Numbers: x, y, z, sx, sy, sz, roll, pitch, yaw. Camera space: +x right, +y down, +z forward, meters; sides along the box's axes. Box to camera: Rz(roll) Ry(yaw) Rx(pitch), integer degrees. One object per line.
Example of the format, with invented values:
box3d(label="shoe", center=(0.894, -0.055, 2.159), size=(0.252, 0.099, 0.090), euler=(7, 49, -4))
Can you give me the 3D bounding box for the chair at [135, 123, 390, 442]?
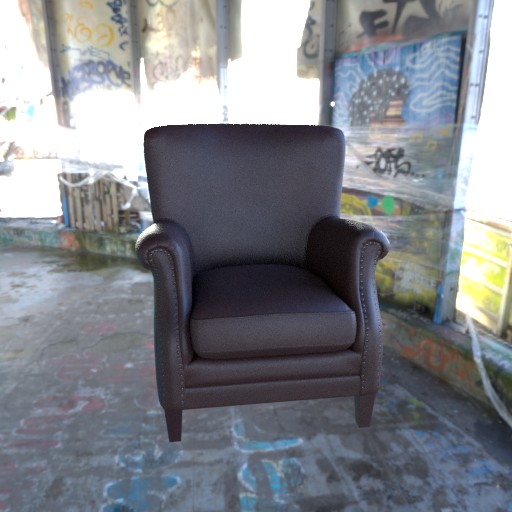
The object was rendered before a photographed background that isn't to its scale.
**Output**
box3d(label="chair", center=(0.000, 0.000, 1.370), size=(0.700, 0.800, 0.746), euler=(-2, 15, -8))
